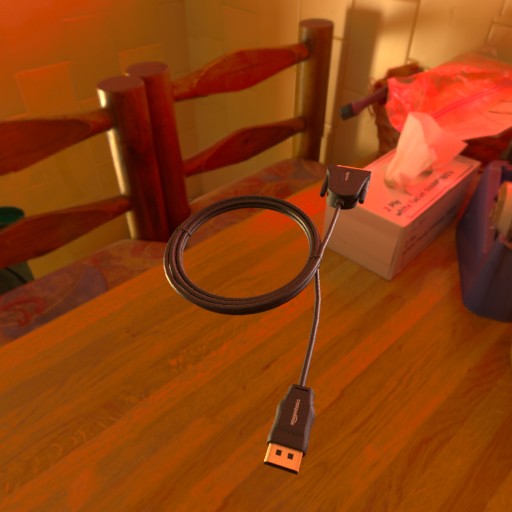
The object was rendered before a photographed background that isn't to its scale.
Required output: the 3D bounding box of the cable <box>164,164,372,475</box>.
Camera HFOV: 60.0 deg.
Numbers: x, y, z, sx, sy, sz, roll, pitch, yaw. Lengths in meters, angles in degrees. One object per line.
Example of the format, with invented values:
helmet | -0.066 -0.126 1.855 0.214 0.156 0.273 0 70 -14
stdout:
cable | 0.000 0.000 0.324 0.136 0.015 0.281 12 43 13
